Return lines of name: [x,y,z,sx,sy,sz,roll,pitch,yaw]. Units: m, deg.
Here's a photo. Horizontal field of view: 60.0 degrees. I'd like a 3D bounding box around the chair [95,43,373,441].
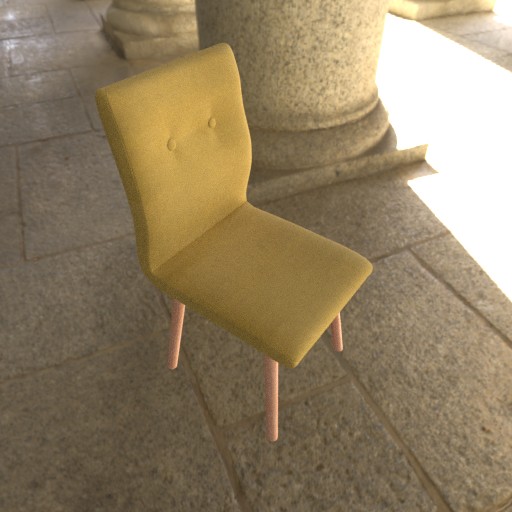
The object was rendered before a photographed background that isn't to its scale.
chair: [0.000,0.000,1.274,0.550,0.965,0.450,26,48,27]
